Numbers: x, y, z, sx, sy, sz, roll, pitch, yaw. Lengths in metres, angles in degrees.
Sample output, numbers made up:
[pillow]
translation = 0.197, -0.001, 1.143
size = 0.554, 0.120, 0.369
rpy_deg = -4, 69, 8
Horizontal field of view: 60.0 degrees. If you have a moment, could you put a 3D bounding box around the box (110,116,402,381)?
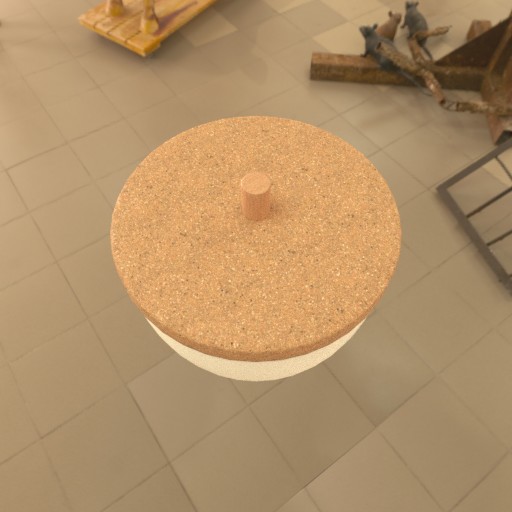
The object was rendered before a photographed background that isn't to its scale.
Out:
[box]
translation = 0.000, 0.000, 0.190
size = 0.107, 0.094, 0.107
rpy_deg = 0, 58, 0
